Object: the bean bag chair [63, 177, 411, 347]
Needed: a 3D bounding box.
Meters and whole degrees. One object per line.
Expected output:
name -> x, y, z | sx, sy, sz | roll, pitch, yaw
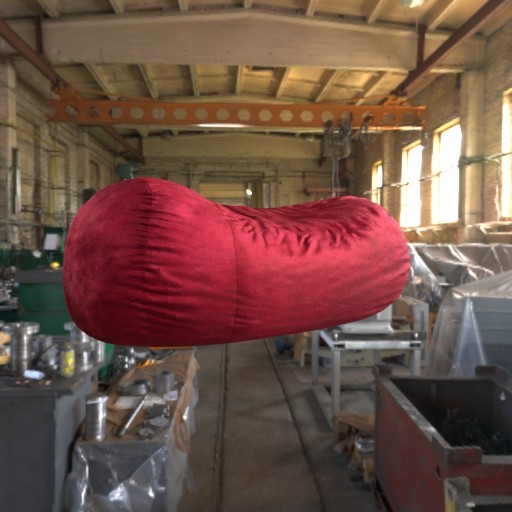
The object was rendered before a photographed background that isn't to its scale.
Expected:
bean bag chair -> 0.000, 0.000, 2.826 | 2.293, 0.867, 1.216 | -1, 2, -37
